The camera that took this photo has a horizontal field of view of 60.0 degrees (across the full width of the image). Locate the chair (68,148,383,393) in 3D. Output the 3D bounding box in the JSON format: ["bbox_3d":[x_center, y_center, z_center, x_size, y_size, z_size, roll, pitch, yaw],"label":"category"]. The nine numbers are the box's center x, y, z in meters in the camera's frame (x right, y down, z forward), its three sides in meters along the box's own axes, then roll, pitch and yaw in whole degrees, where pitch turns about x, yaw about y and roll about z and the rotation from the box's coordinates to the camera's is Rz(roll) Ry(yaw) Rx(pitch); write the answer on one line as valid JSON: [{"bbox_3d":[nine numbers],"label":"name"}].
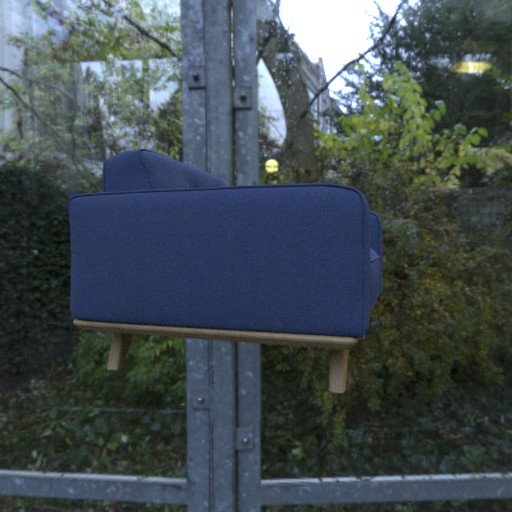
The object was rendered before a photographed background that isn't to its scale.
[{"bbox_3d":[0.000,0.000,1.790,0.953,0.783,1.118,0,1,18],"label":"chair"}]
